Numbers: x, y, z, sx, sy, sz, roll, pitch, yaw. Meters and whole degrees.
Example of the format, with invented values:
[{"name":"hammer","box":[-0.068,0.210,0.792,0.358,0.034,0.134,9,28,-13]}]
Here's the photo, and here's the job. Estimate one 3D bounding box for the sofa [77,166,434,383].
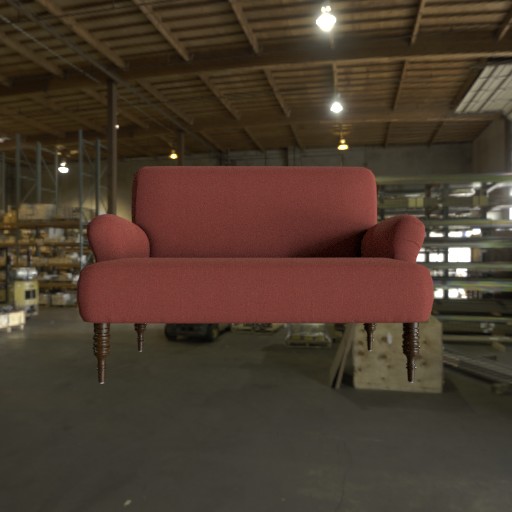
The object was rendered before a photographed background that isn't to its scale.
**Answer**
[{"name":"sofa","box":[0.000,0.000,1.852,1.297,0.889,0.779,0,-1,-1]}]
